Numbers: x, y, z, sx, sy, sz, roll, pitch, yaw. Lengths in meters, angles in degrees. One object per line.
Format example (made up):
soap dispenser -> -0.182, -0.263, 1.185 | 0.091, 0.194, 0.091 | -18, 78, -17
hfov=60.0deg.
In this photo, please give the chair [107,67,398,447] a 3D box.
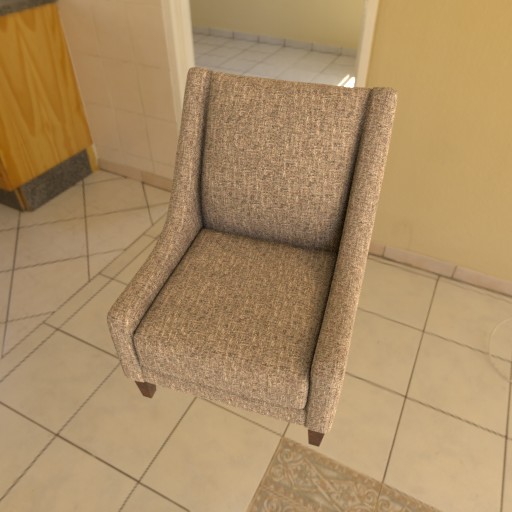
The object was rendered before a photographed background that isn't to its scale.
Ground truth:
chair -> 0.000, 0.000, 1.603 | 0.774, 1.014, 0.870 | 11, 42, 13
